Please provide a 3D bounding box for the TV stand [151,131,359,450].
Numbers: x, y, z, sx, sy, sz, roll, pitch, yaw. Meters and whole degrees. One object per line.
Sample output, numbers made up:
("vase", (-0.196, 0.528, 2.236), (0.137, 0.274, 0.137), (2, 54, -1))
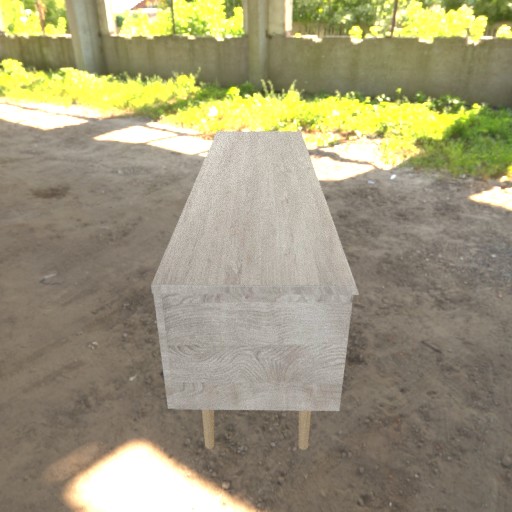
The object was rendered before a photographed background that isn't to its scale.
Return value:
("TV stand", (0.000, 0.000, 1.521), (0.401, 0.565, 1.313), (0, 28, 1))
